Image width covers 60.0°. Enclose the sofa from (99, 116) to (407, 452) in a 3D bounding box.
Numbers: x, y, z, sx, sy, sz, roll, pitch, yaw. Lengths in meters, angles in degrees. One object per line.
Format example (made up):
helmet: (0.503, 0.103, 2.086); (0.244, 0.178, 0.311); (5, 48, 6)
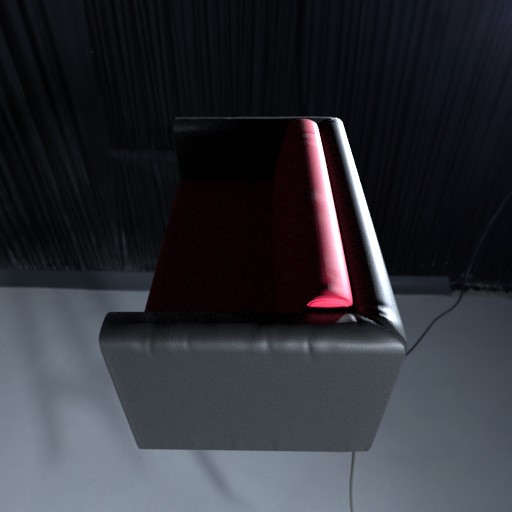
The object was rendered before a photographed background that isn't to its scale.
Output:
sofa: (0.000, 0.000, 1.898); (0.845, 0.735, 1.410); (1, 42, 1)
